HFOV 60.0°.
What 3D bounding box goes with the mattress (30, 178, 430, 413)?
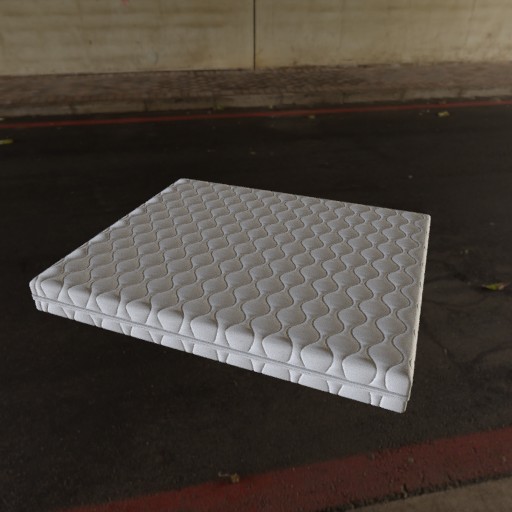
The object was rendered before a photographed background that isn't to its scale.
[{"bbox_3d":[0.000,0.000,2.658,1.900,0.200,1.600,11,33,18],"label":"mattress"}]
